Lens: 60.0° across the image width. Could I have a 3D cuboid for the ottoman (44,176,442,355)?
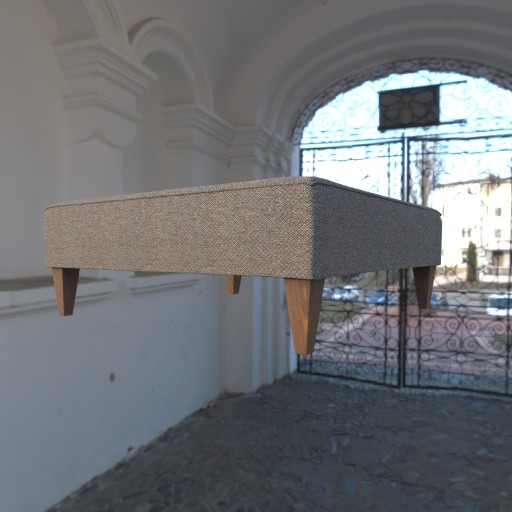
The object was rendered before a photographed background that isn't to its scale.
[{"bbox_3d":[0.000,0.000,1.503,0.981,0.378,0.970,1,1,36],"label":"ottoman"}]
